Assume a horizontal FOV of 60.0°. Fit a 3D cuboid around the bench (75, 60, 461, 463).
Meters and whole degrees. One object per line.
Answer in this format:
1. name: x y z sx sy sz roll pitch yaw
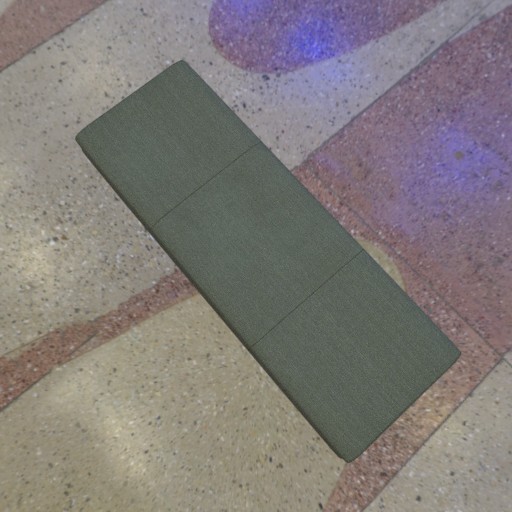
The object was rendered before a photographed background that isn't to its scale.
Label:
1. bench: 0.000 0.000 1.491 0.446 0.438 1.269 -40 79 -9
